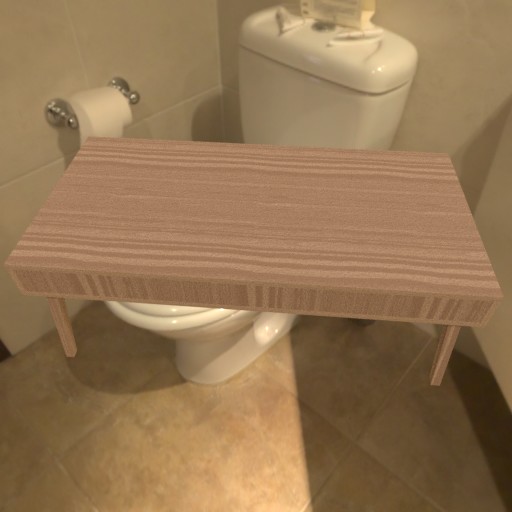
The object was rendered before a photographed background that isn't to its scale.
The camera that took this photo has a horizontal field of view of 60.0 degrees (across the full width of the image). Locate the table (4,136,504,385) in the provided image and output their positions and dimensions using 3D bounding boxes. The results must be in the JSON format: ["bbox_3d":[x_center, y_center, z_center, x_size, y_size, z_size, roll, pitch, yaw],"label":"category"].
[{"bbox_3d":[0.000,0.000,1.427,1.200,0.450,0.600,4,46,3],"label":"table"}]
